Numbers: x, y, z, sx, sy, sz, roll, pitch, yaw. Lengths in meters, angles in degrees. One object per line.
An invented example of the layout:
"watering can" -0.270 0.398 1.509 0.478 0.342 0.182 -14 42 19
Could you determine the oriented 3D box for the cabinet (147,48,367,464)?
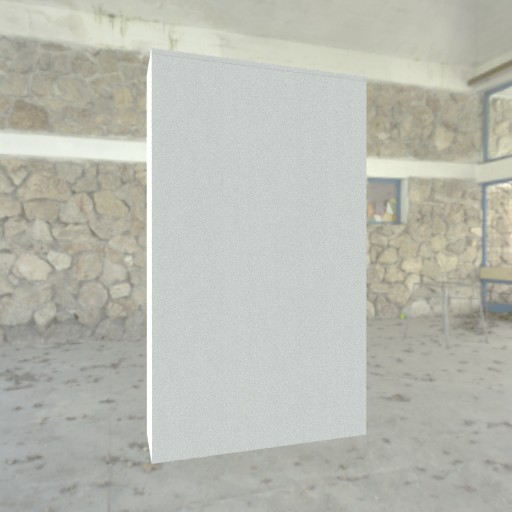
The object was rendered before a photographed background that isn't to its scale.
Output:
"cabinet" 0.000 0.000 1.593 0.750 1.280 0.250 0 0 -17
